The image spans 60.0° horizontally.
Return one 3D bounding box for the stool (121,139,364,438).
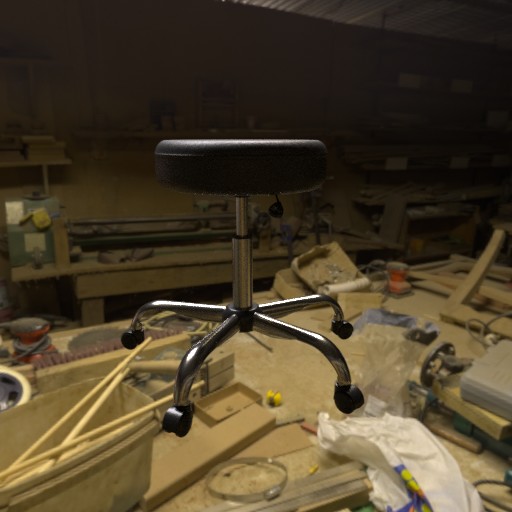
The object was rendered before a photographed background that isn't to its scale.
[{"bbox_3d":[0.000,0.000,1.136,0.638,0.576,0.673,-7,17,-25],"label":"stool"}]
